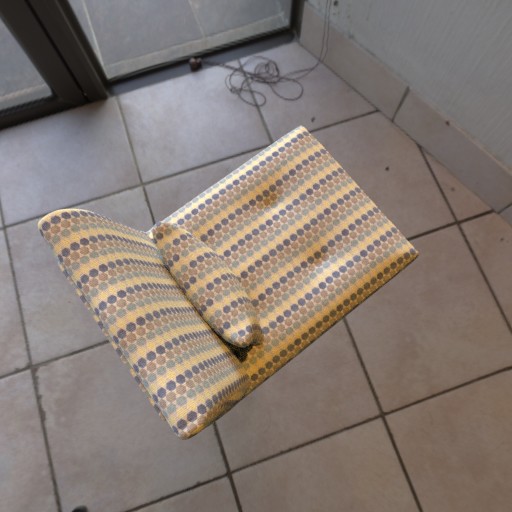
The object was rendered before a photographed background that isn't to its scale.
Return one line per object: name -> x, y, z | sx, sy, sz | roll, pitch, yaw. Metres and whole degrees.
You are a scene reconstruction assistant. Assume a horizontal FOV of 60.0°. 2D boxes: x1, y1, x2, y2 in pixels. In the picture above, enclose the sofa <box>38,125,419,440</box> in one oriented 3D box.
sofa -> 0.000, 0.000, 1.526 | 1.000, 0.820, 0.700 | -37, 78, -9
